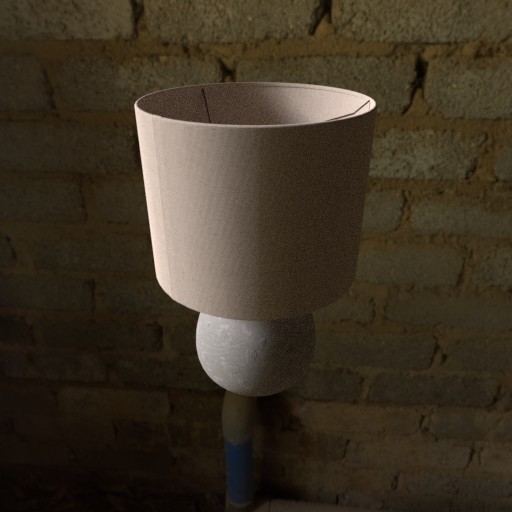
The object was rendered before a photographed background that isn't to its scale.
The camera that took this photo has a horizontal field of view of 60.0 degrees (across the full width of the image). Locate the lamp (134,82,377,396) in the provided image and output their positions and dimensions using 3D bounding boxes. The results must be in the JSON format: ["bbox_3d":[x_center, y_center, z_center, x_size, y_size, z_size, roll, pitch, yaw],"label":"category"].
[{"bbox_3d":[0.000,0.000,0.603,0.269,0.409,0.269,-18,34,-29],"label":"lamp"}]
